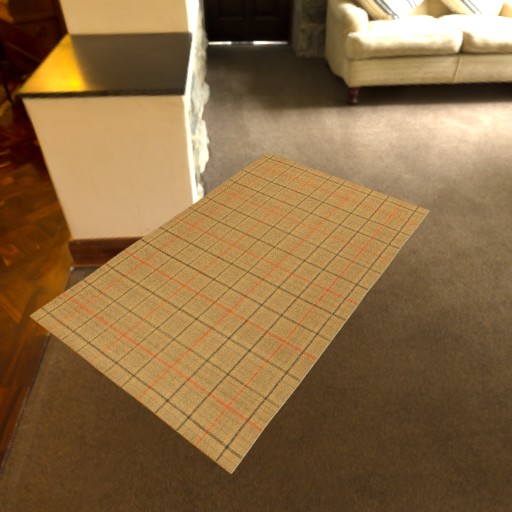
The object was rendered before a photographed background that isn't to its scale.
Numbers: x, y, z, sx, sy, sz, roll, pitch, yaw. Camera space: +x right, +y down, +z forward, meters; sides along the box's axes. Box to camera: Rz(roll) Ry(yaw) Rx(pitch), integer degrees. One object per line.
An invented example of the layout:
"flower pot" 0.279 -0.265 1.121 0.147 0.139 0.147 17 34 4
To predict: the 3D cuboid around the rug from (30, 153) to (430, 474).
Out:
"rug" 0.000 0.000 3.009 1.524 0.015 2.439 26 48 26
